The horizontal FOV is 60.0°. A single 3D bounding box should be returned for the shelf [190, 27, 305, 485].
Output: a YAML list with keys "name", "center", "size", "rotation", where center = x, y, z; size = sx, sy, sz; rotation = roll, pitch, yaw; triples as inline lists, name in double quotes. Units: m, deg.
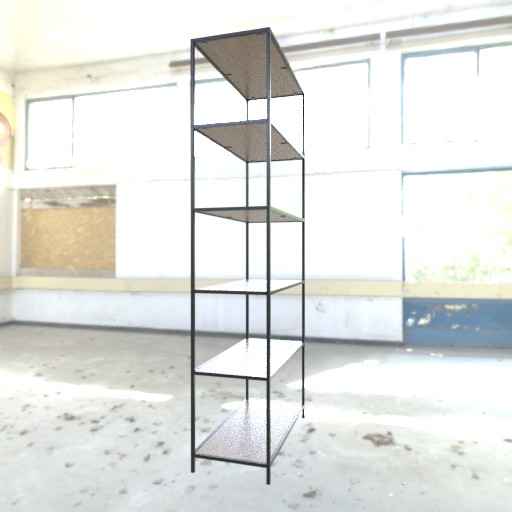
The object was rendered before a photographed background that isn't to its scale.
- name: "shelf"
  center: [0.000, 0.000, 2.208]
  size: [0.350, 1.850, 0.770]
  rotation: [0, 0, 17]
